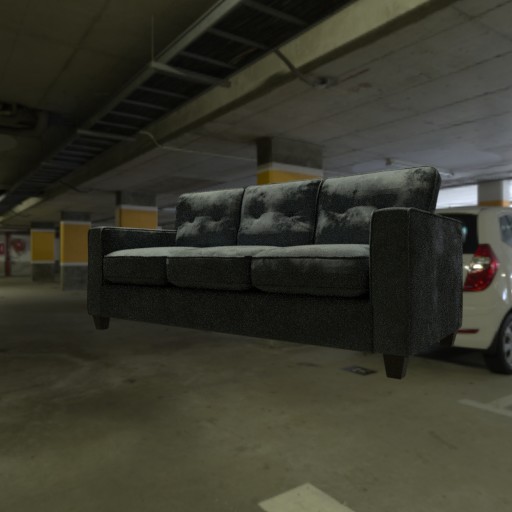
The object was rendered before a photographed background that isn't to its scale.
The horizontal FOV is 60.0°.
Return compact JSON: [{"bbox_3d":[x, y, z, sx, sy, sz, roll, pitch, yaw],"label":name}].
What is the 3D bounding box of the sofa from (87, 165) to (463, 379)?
[{"bbox_3d":[0.000,0.000,2.655,2.133,0.965,0.939,0,0,36],"label":"sofa"}]
